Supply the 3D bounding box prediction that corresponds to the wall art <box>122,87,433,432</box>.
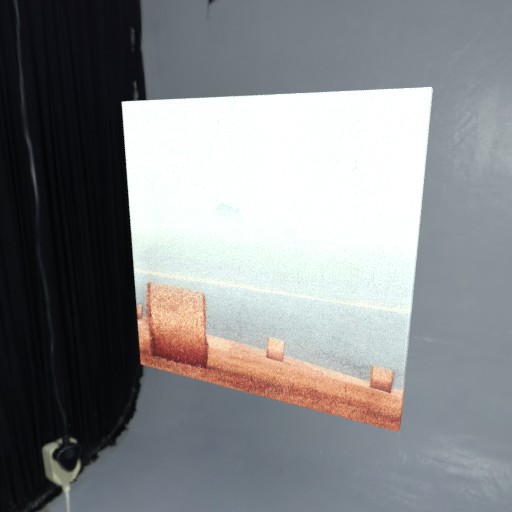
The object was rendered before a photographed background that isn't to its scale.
[{"bbox_3d":[0.000,0.000,1.117,0.760,0.760,0.042,7,16,24],"label":"wall art"}]
